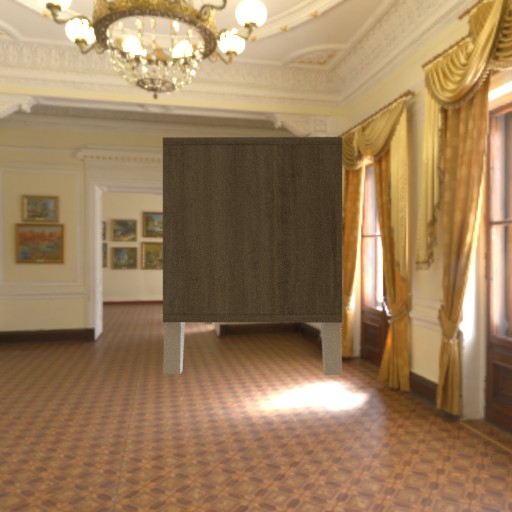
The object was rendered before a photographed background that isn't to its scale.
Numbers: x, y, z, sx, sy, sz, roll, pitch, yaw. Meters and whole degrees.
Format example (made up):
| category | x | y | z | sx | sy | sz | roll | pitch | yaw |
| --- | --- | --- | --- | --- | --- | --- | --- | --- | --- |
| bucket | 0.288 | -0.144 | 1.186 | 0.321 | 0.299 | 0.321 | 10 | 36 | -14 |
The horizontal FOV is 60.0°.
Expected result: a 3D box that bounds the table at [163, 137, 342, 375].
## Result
| category | x | y | z | sx | sy | sz | roll | pitch | yaw |
| --- | --- | --- | --- | --- | --- | --- | --- | --- | --- |
| table | 0.000 | 0.000 | 1.735 | 0.400 | 0.530 | 1.500 | 0 | 0 | 1 |
